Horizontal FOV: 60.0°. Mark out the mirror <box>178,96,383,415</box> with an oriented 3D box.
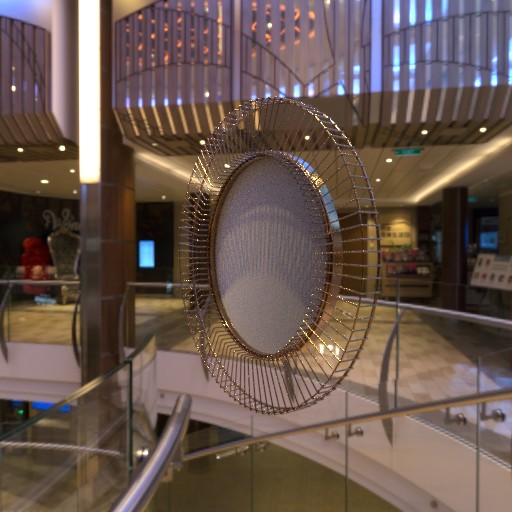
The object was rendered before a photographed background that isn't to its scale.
[{"bbox_3d":[0.000,0.000,1.036,0.067,0.703,0.703,-1,1,-35],"label":"mirror"}]
